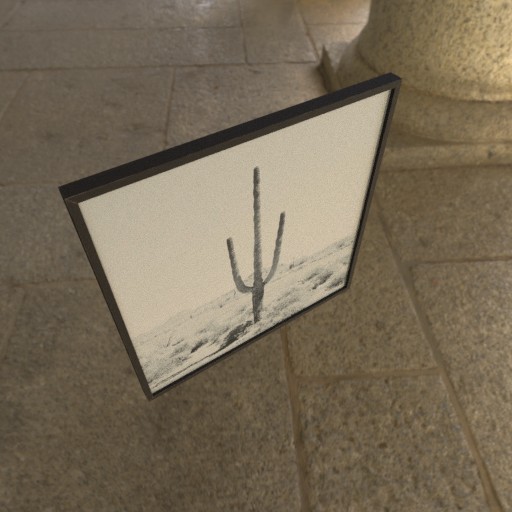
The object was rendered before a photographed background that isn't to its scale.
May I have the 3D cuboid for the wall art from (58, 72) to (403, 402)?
[{"bbox_3d":[0.000,0.000,1.148,0.762,0.762,0.038,-26,53,-22],"label":"wall art"}]
